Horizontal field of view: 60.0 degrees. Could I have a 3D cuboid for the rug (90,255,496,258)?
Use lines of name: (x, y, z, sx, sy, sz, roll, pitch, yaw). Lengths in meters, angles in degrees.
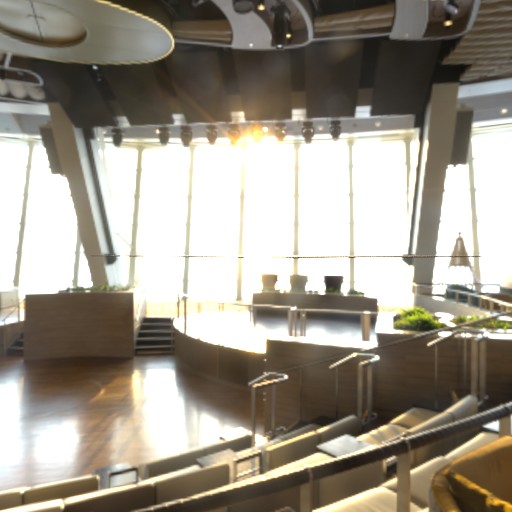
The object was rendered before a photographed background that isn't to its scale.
rug: (0.000, 0.000, 2.977, 1.521, 0.006, 2.435, 0, 0, -36)
